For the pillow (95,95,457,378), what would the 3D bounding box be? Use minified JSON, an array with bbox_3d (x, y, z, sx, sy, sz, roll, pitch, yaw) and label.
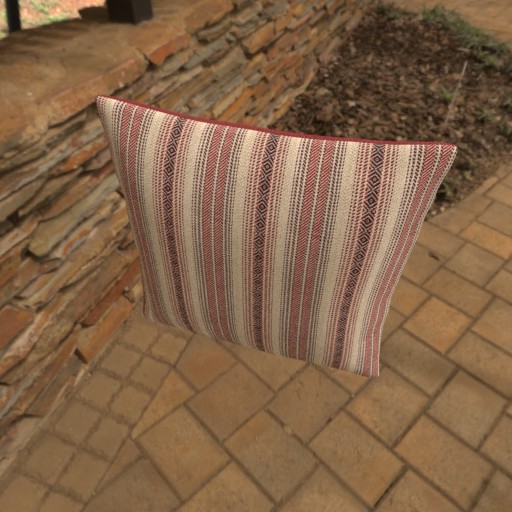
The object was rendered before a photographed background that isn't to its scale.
[{"bbox_3d":[0.000,0.000,0.760,0.513,0.497,0.166,12,44,13],"label":"pillow"}]
